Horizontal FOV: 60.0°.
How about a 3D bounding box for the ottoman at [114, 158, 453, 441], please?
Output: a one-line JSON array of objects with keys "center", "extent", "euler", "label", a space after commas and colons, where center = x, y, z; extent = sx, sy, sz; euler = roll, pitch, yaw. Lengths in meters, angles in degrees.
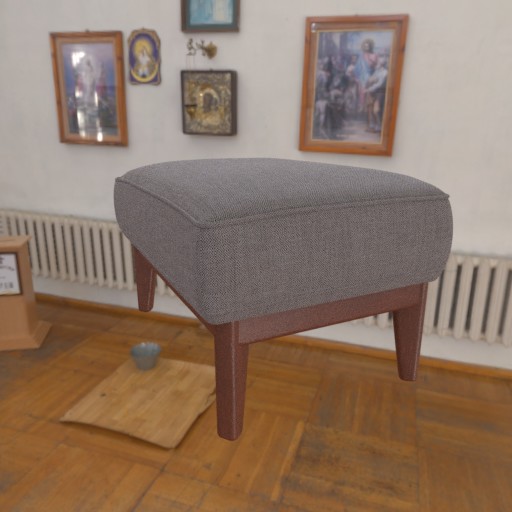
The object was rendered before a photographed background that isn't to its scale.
[{"center": [0.000, 0.000, 1.102], "extent": [0.555, 0.458, 0.750], "euler": [-8, 18, -26], "label": "ottoman"}]
